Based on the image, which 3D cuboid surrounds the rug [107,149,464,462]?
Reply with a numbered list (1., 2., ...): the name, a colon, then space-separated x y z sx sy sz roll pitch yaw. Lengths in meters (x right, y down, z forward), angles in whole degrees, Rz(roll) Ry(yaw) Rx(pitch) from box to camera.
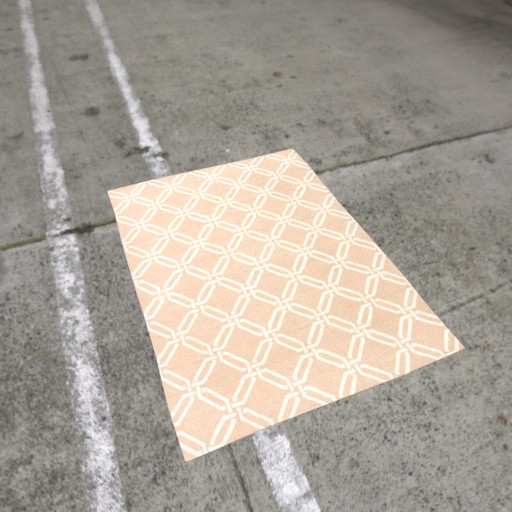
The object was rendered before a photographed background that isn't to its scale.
1. rug: 0.000 0.000 4.477 2.452 0.020 3.365 -16 48 -15
